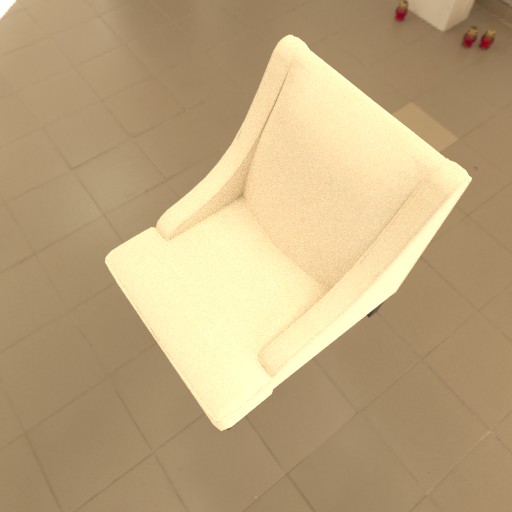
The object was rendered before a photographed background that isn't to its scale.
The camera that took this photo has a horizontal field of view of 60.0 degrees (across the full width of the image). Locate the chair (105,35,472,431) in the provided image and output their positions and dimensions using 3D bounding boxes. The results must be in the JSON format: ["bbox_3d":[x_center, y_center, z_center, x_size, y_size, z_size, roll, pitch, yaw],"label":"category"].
[{"bbox_3d":[0.000,0.000,1.435,0.806,0.886,0.689,-34,67,-17],"label":"chair"}]
